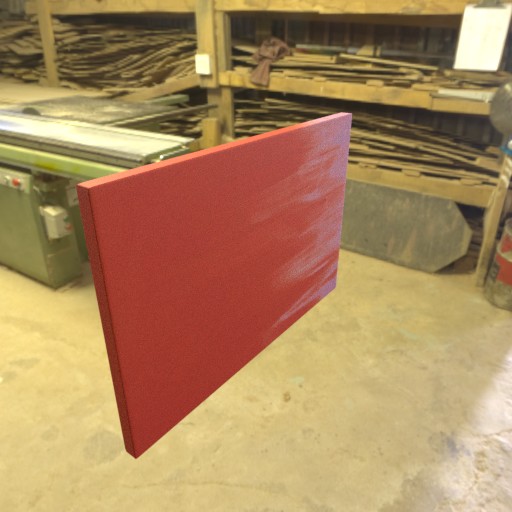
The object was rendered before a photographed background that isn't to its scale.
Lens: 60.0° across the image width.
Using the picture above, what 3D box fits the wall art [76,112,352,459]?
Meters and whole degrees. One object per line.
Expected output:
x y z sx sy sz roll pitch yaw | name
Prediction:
0.000 0.000 1.155 0.040 0.609 0.913 19 32 33 | wall art
